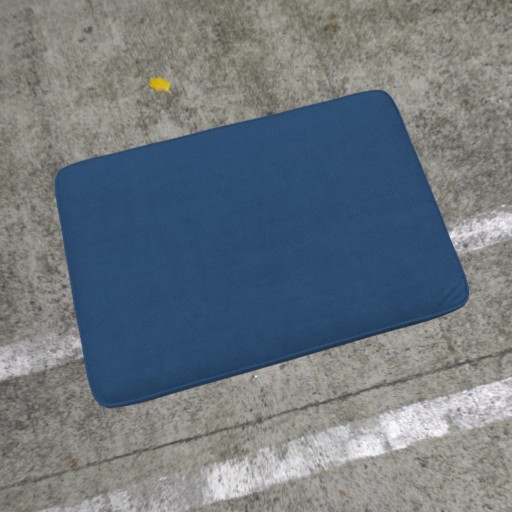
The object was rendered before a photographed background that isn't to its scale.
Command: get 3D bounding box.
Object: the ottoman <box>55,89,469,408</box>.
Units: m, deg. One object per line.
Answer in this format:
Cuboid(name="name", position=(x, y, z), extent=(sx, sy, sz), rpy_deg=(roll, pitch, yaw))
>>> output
Cuboid(name="ottoman", position=(0.000, 0.000, 1.205), extent=(0.862, 0.484, 0.583), rpy_deg=(-15, 75, -4))
